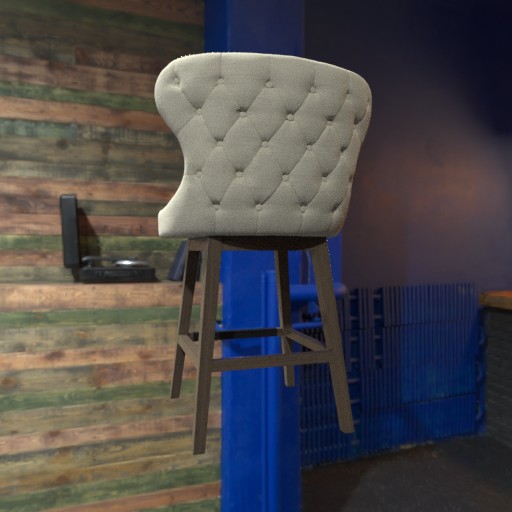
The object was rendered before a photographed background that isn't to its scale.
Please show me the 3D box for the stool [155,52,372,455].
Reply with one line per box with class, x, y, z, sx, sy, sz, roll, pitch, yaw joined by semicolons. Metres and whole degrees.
stool;0.000;0.000;1.334;0.615;0.972;0.597;0;1;-18
